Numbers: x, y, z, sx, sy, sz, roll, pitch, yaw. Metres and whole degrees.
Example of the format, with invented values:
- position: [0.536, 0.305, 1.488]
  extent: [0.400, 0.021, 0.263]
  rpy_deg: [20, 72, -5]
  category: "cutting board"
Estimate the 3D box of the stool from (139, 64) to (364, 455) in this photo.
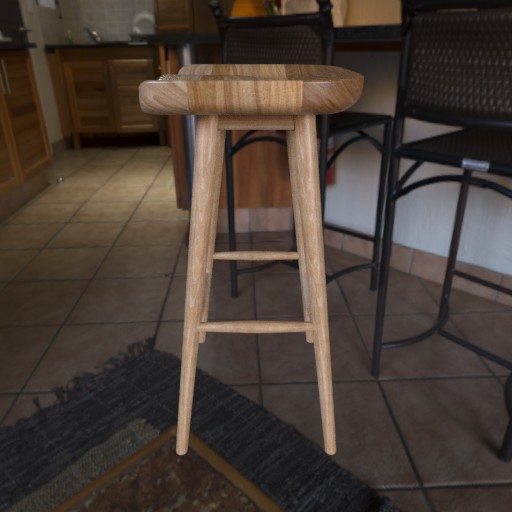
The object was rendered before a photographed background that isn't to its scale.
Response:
- position: [0.000, 0.000, 0.902]
  extent: [0.322, 0.698, 0.407]
  rpy_deg: [0, 26, 0]
  category: "stool"
